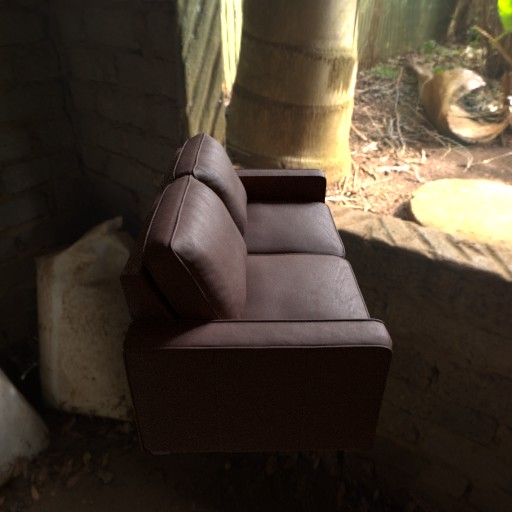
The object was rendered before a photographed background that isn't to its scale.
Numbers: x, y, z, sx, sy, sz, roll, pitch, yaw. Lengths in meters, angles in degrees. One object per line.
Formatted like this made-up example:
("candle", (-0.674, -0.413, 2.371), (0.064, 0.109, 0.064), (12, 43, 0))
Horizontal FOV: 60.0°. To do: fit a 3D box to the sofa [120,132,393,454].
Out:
("sofa", (0.000, 0.000, 2.270), (0.947, 0.918, 1.709), (0, 31, -1))
